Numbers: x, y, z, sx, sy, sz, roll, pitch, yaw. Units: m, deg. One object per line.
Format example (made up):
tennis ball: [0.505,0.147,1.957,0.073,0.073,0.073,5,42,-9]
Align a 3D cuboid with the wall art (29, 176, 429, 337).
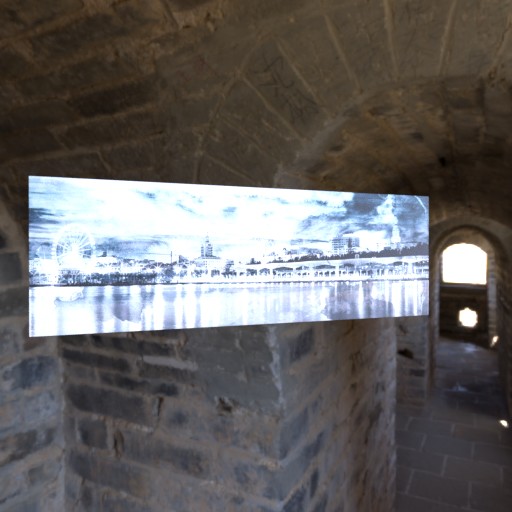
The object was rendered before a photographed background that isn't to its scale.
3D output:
wall art: [0.000,0.000,0.830,0.759,0.251,0.037,0,0,-19]
